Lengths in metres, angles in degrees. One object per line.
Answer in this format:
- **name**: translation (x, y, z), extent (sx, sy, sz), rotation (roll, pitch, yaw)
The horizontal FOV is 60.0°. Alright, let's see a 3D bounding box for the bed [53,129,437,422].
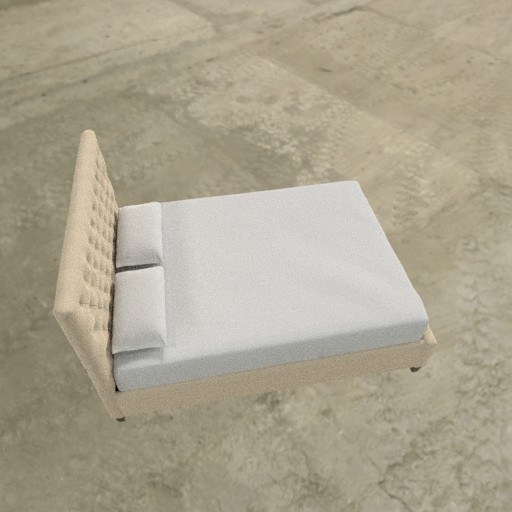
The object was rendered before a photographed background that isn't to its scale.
- **bed**: translation (0.000, 0.000, 3.406), extent (2.387, 1.427, 1.698), rotation (-7, 48, -7)
